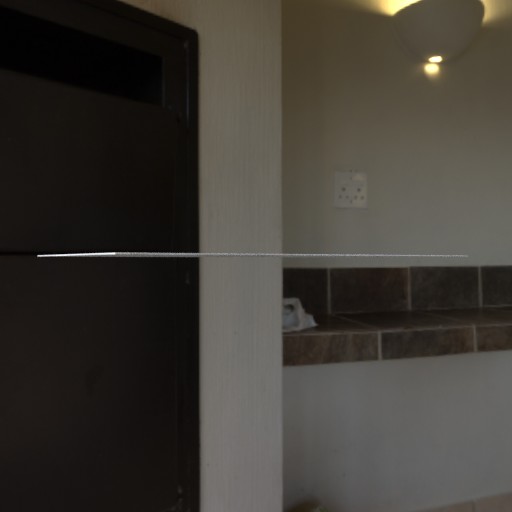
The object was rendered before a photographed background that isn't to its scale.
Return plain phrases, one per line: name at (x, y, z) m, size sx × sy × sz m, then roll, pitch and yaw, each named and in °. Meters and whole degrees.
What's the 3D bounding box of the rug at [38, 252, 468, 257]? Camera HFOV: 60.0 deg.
rug at (0.000, 0.000, 2.827) m, size 2.286 × 0.006 × 1.524 m, roll 0°, pitch 0°, yaw -35°
